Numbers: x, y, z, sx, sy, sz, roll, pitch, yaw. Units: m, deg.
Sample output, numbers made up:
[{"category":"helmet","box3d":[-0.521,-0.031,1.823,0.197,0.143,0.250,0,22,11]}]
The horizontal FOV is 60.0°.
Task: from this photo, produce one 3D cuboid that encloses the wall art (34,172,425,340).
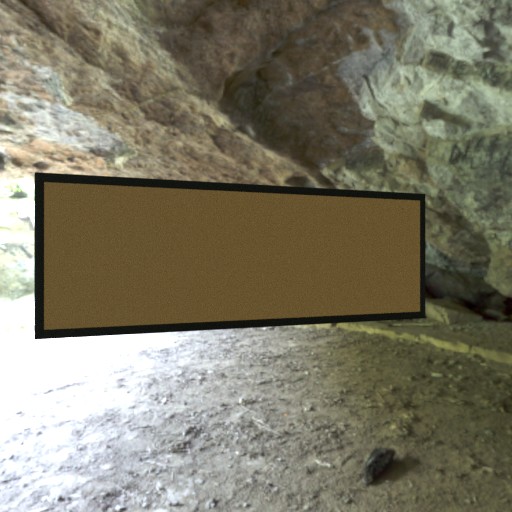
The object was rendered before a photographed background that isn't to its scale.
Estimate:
[{"category":"wall art","box3d":[0.000,0.000,0.958,0.860,0.303,0.037,0,0,-19]}]
